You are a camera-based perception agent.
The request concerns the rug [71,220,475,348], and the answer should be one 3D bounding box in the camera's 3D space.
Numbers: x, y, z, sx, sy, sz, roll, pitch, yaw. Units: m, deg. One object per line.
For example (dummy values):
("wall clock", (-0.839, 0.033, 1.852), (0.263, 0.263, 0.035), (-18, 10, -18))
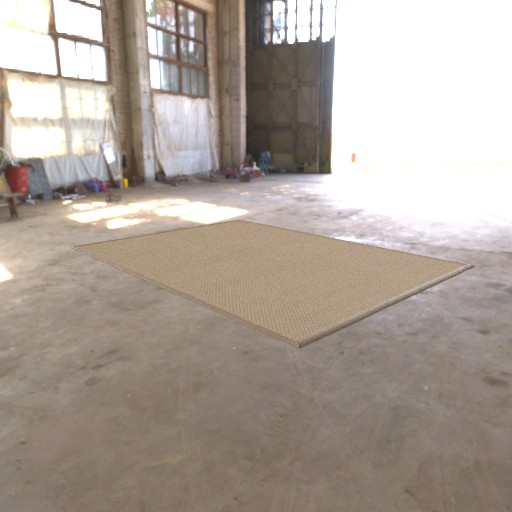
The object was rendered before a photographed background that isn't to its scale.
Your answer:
("rug", (0.000, 0.000, 2.785), (1.525, 0.020, 2.081), (-13, 20, -42))
